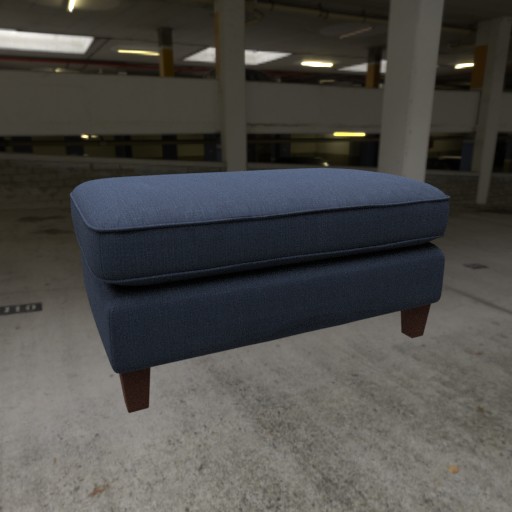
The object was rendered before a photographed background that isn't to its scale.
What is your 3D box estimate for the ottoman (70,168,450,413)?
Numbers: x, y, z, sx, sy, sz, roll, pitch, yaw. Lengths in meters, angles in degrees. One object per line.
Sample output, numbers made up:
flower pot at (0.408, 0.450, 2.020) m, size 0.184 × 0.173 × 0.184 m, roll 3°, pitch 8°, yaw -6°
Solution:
ottoman at (0.000, 0.000, 1.207) m, size 0.885 × 0.438 × 0.570 m, roll -8°, pitch 18°, yaw -25°
